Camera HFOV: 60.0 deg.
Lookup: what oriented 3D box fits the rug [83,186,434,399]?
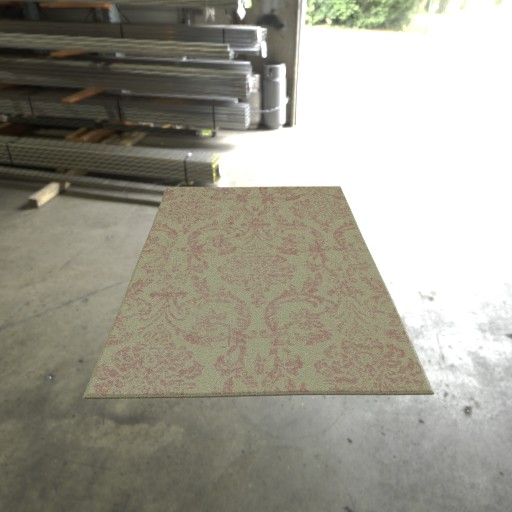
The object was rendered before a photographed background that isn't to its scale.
[{"bbox_3d":[0.000,0.000,2.313,1.219,0.012,1.839,0,32,-1],"label":"rug"}]
